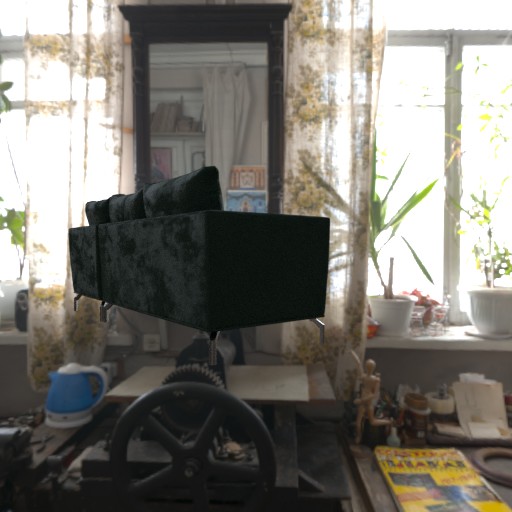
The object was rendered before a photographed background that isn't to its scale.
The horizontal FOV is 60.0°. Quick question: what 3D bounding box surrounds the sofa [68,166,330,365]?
[{"bbox_3d":[0.000,0.000,3.801,2.452,1.004,2.468,-1,1,-37],"label":"sofa"}]
